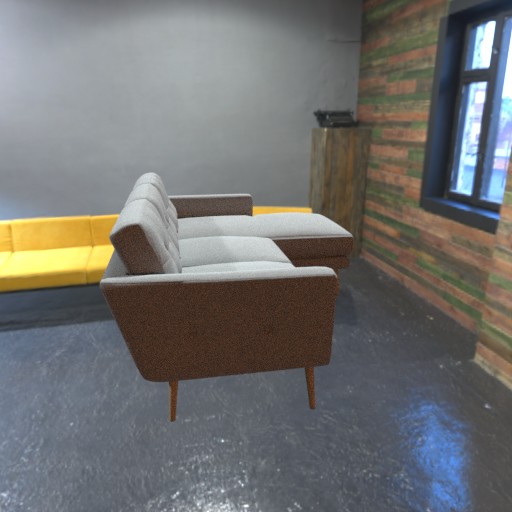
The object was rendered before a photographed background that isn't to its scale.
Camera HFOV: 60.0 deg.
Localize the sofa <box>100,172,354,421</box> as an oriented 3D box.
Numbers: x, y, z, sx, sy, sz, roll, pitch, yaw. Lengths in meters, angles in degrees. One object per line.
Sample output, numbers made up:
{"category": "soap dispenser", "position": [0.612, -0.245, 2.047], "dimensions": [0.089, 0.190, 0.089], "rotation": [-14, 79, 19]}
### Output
{"category": "sofa", "position": [0.000, 0.000, 2.720], "dimensions": [1.530, 0.860, 2.040], "rotation": [-3, 17, -10]}
